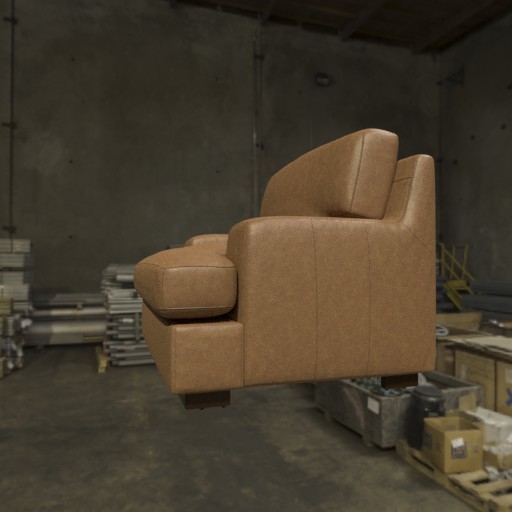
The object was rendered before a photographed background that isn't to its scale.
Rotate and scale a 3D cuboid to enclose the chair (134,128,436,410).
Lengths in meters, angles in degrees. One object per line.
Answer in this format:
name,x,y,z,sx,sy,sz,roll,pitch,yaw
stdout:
chair,0.000,0.000,2.021,1.050,0.978,1.276,0,-1,-18
